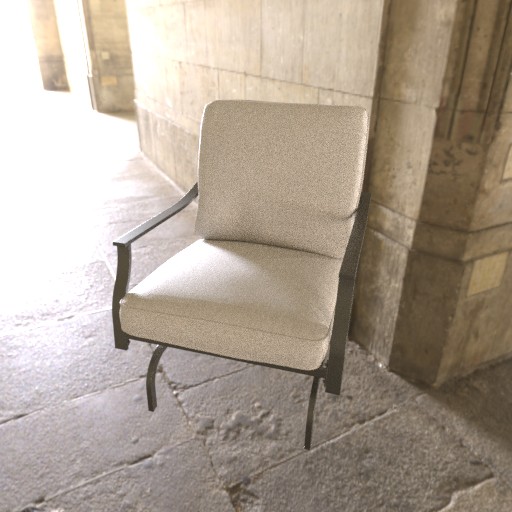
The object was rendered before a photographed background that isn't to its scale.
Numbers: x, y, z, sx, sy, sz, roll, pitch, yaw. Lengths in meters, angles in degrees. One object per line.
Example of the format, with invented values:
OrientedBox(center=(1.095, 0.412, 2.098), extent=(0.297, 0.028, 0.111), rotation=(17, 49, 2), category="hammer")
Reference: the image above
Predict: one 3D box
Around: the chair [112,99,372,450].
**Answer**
OrientedBox(center=(0.000, 0.000, 1.418), extent=(0.650, 0.860, 0.787), rotation=(8, 28, 15), category="chair")
